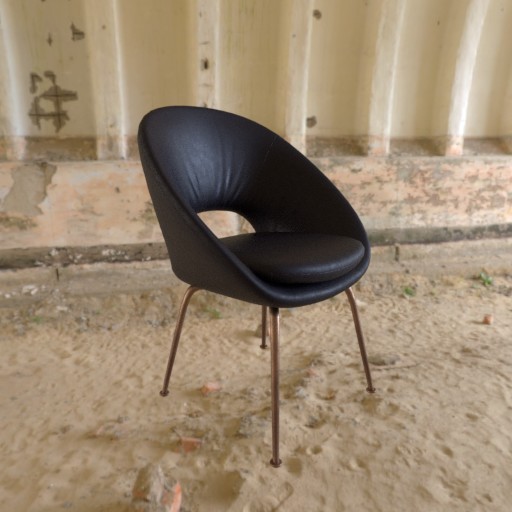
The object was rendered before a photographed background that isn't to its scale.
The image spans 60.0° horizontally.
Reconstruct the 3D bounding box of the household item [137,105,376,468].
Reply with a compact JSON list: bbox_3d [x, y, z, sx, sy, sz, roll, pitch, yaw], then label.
[{"bbox_3d":[0.000,0.000,1.277,0.573,0.852,0.623,13,18,42],"label":"household item"}]
